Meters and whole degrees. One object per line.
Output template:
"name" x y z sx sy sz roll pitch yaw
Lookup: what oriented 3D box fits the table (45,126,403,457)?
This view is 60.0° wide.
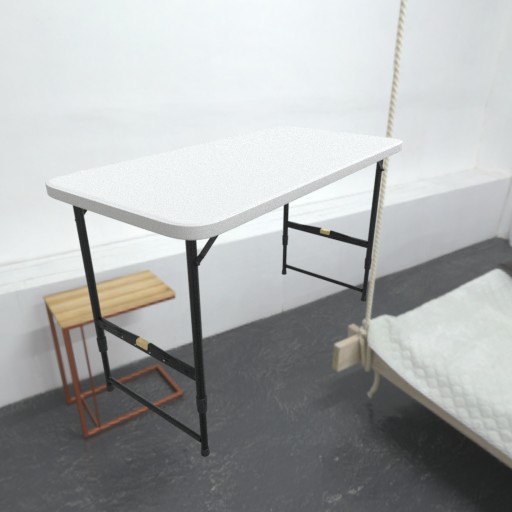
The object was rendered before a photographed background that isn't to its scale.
"table" 0.000 0.000 1.643 0.610 0.737 1.219 18 30 33
